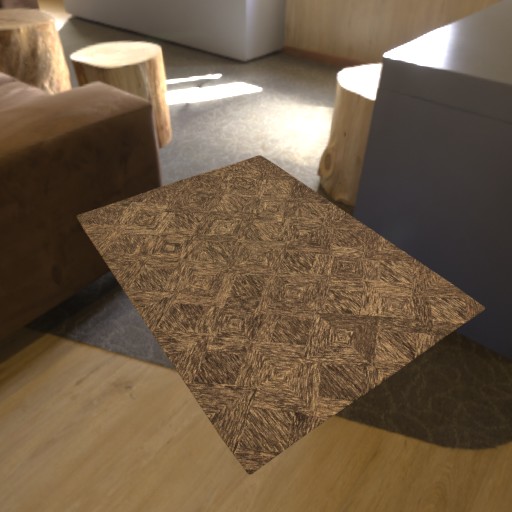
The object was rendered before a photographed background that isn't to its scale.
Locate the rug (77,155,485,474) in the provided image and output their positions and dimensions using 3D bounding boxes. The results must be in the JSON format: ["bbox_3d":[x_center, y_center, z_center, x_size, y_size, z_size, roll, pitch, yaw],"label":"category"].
[{"bbox_3d":[0.000,0.000,5.223,2.997,0.020,4.093,-24,46,-26],"label":"rug"}]
